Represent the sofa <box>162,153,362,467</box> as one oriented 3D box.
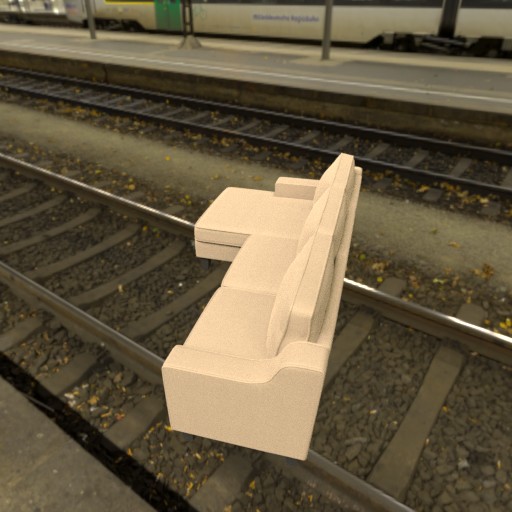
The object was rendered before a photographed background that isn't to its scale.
[{"bbox_3d":[0.000,0.000,3.171,1.294,0.928,2.561,8,32,13],"label":"sofa"}]
